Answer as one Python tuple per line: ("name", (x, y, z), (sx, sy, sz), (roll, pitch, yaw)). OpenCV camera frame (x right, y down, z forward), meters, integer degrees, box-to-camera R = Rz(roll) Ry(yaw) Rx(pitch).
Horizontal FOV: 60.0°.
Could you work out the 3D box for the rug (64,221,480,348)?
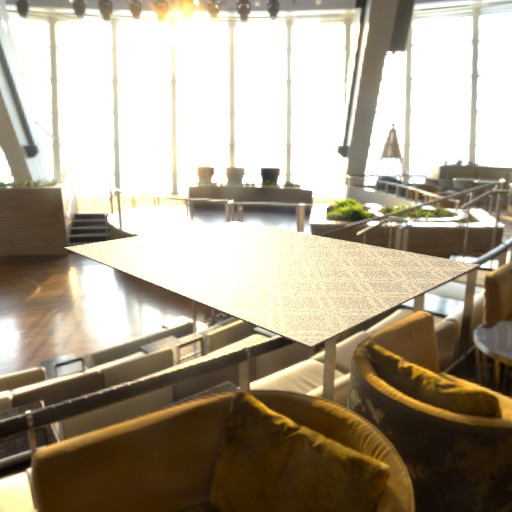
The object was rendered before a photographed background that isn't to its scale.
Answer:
("rug", (0.000, 0.000, 4.376), (2.438, 0.013, 3.353), (-13, 19, -43))
